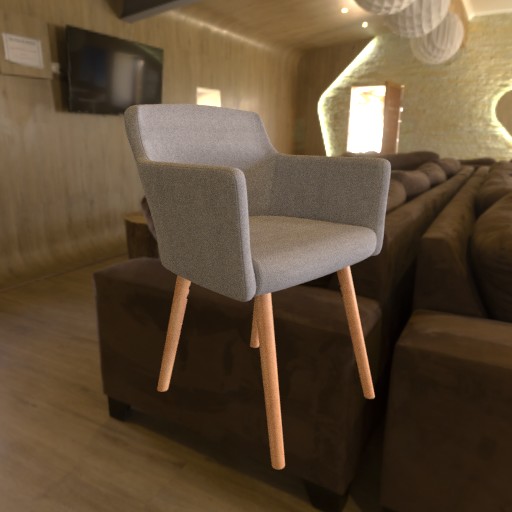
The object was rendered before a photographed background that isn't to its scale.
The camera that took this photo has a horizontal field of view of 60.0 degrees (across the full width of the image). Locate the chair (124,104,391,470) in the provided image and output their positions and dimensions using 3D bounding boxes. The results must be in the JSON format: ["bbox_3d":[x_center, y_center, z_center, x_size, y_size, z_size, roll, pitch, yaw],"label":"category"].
[{"bbox_3d":[0.000,0.000,1.167,0.540,0.780,0.570,14,20,42],"label":"chair"}]
